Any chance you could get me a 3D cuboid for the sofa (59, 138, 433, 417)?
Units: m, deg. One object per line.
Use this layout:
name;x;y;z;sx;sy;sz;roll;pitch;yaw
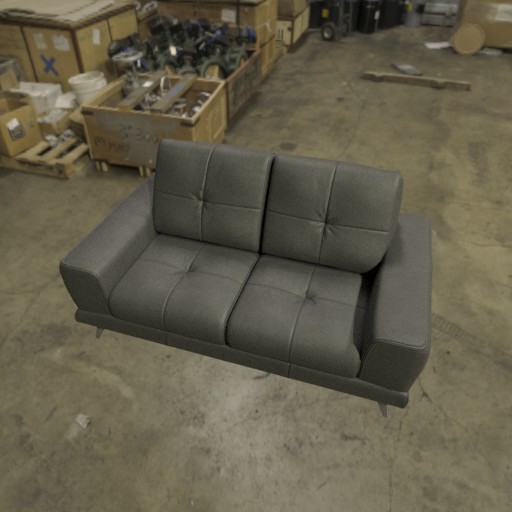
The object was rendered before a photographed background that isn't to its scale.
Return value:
sofa;0.000;0.000;2.395;1.806;0.907;1.018;11;41;14
